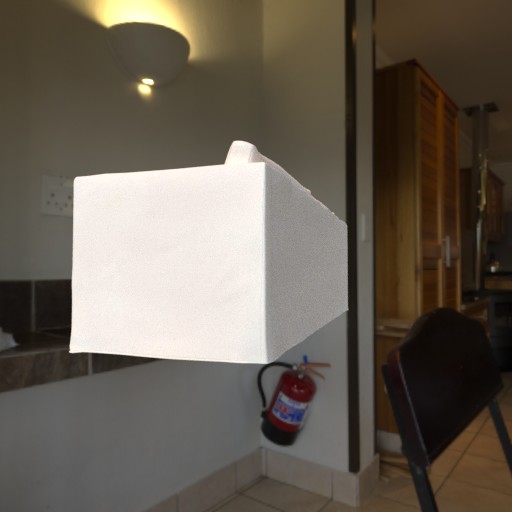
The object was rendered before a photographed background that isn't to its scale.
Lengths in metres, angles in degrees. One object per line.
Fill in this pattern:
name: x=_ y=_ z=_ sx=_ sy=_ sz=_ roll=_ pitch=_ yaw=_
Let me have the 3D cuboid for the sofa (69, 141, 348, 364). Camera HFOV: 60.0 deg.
sofa: x=0.000 y=0.000 z=3.291 sx=1.036 sy=0.999 sz=2.779 roll=-1 pitch=-2 yaw=19
